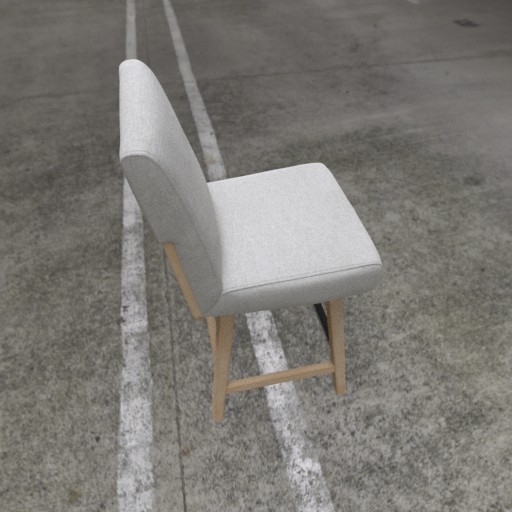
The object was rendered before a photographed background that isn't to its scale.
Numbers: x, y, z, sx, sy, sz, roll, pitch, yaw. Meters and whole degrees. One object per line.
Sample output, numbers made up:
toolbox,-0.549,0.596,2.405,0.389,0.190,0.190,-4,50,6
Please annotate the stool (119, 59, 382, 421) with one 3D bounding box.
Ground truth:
stool,0.000,0.000,1.367,0.606,1.085,0.507,-9,46,-9
